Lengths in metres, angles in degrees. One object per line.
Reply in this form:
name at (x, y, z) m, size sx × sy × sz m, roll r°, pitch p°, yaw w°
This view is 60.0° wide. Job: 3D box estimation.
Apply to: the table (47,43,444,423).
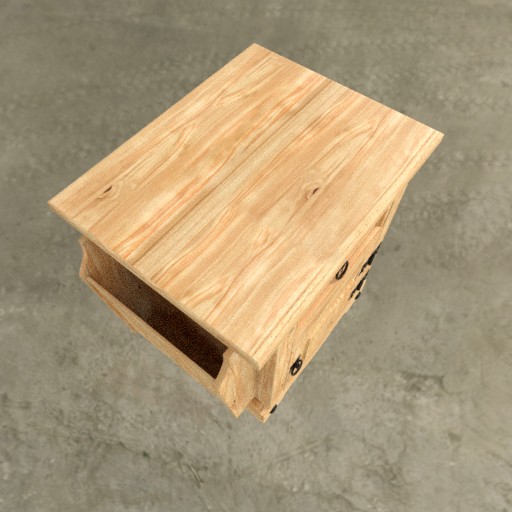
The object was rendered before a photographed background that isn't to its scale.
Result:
table at (0.000, 0.000, 0.876) m, size 0.380 × 0.515 × 0.530 m, roll 34°, pitch 65°, yaw 19°
